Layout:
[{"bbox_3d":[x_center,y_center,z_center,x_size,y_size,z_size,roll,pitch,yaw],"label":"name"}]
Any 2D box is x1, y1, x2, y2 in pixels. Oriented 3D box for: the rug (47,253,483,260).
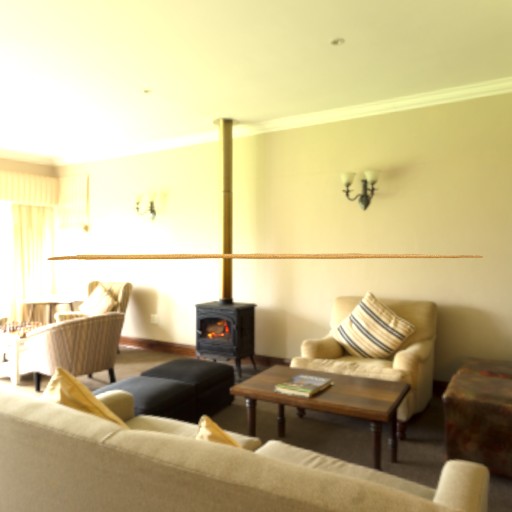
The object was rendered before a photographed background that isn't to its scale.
[{"bbox_3d":[0.000,0.000,3.076,2.444,0.023,1.531,0,1,-17],"label":"rug"}]
